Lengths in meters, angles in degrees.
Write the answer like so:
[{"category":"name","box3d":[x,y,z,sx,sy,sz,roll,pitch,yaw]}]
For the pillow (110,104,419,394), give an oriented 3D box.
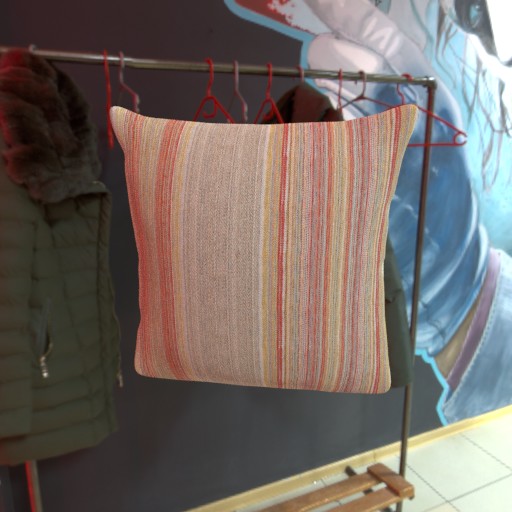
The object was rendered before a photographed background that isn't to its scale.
[{"category":"pillow","box3d":[0.000,0.000,0.688,0.451,0.449,0.191,2,13,9]}]
